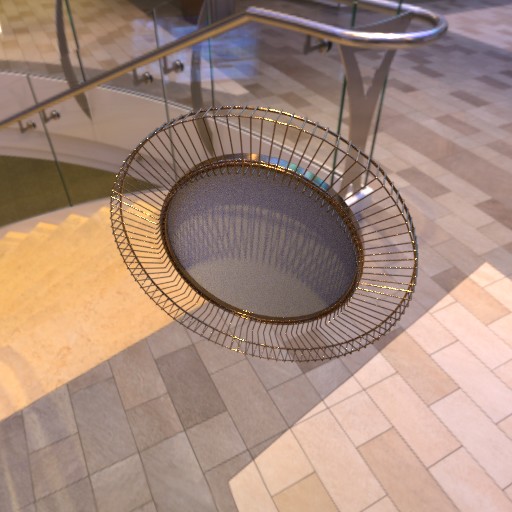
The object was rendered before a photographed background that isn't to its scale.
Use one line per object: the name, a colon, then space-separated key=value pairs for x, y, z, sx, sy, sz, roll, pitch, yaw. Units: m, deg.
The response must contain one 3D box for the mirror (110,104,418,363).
mirror: x=0.000 y=0.000 z=1.023 sx=0.703 sy=0.703 sz=0.067 roll=11 pitch=43 yaw=12
